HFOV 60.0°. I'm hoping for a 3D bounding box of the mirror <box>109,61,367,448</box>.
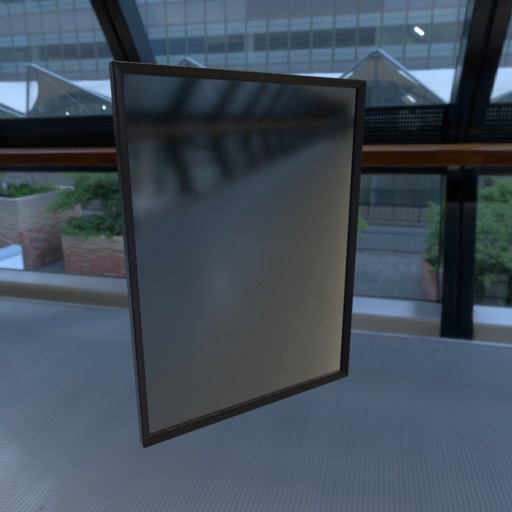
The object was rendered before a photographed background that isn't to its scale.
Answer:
[{"bbox_3d":[0.000,0.000,1.321,0.762,1.016,0.041,-9,18,-29],"label":"mirror"}]
